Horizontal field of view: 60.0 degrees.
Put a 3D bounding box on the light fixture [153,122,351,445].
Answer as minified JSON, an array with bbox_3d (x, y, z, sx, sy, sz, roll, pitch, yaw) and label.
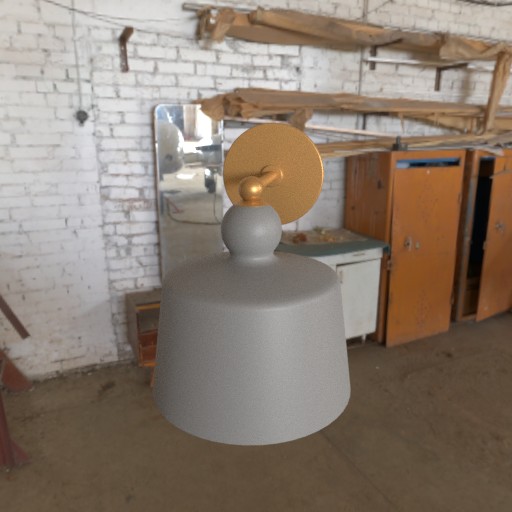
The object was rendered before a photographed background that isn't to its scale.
[{"bbox_3d":[0.000,0.000,0.457,0.204,0.268,0.254,3,16,10],"label":"light fixture"}]
